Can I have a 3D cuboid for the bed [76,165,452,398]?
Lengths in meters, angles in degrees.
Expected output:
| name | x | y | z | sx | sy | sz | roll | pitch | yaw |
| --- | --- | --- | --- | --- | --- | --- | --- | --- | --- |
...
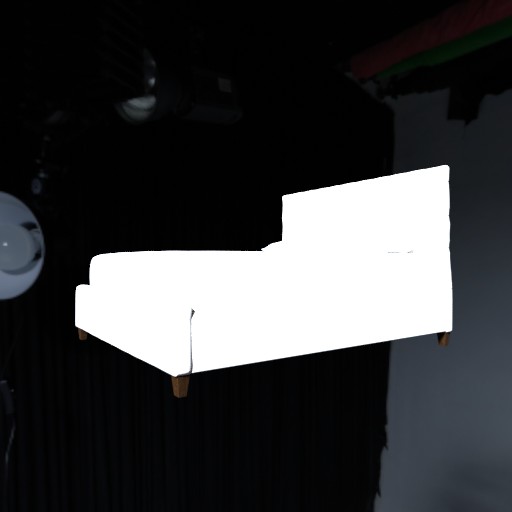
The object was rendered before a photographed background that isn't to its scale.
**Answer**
| name | x | y | z | sx | sy | sz | roll | pitch | yaw |
| --- | --- | --- | --- | --- | --- | --- | --- | --- | --- |
| bed | 0.000 | 0.000 | 3.677 | 2.387 | 1.427 | 2.078 | 0 | -1 | -35 |
